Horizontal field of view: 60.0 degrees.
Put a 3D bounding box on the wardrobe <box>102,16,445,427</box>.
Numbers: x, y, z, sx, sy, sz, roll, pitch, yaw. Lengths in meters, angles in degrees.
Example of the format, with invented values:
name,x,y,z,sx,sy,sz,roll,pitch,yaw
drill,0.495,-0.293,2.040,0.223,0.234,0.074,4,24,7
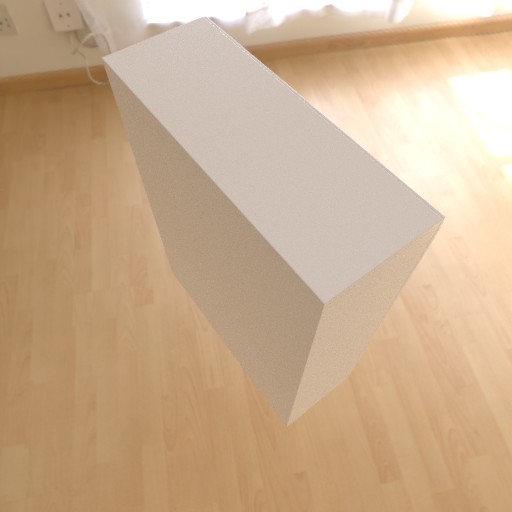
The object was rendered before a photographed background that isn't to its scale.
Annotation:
name,x,y,z,sx,sy,sz,roll,pitch,yaw
wardrobe,0.000,0.000,1.563,0.360,1.200,0.900,-32,64,-18
